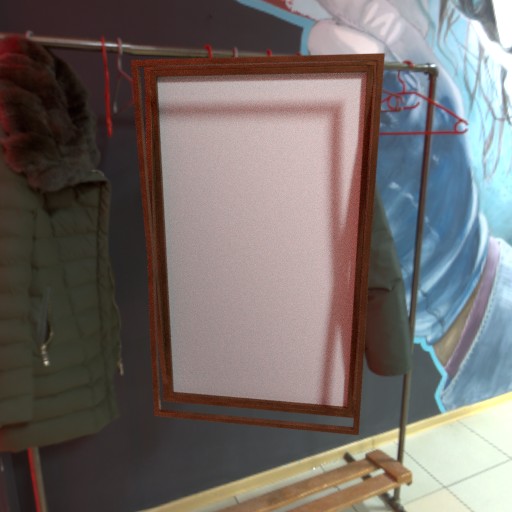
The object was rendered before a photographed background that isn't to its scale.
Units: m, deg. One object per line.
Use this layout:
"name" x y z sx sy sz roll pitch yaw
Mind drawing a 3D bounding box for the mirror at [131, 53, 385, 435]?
"mirror" 0.000 0.000 0.936 0.468 0.768 0.082 2 15 8
